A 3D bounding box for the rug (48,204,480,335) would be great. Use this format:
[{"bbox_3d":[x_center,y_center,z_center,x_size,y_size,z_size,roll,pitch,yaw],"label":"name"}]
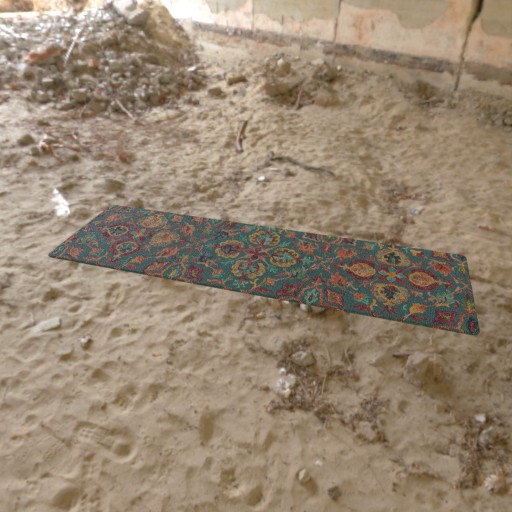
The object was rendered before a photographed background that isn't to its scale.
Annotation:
[{"bbox_3d":[0.000,0.000,2.517,2.286,0.013,0.686,9,34,14],"label":"rug"}]
